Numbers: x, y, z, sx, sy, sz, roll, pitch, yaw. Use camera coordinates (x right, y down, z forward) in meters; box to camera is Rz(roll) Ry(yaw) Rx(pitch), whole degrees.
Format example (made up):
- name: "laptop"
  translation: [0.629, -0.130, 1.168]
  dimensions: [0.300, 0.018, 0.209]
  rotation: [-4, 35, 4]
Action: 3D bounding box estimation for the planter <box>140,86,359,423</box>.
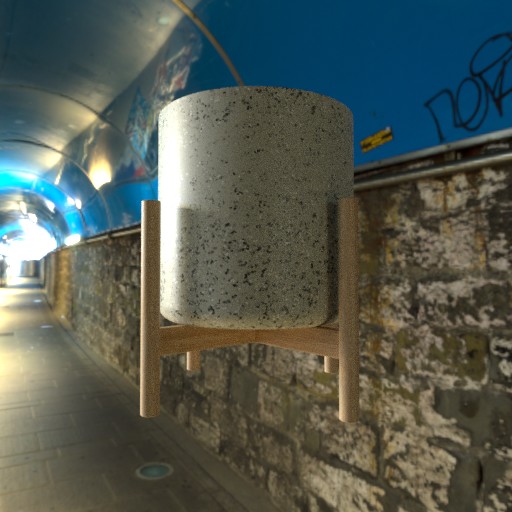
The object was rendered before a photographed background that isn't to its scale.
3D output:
- name: "planter"
  translation: [0.000, 0.000, 0.701]
  dimensions: [0.360, 0.419, 0.360]
  rotation: [0, -1, -18]
